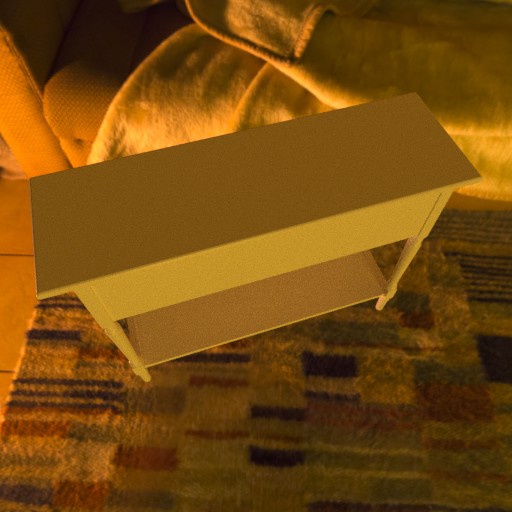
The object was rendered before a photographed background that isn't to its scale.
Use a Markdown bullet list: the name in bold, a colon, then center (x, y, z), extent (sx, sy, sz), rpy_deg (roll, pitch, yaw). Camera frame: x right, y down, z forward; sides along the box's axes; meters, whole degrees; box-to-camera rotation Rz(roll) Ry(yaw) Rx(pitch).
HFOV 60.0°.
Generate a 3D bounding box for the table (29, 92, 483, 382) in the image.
- **table**: center (0.000, 0.000, 1.558), extent (1.191, 0.814, 0.386), rpy_deg (-15, 59, -9)
